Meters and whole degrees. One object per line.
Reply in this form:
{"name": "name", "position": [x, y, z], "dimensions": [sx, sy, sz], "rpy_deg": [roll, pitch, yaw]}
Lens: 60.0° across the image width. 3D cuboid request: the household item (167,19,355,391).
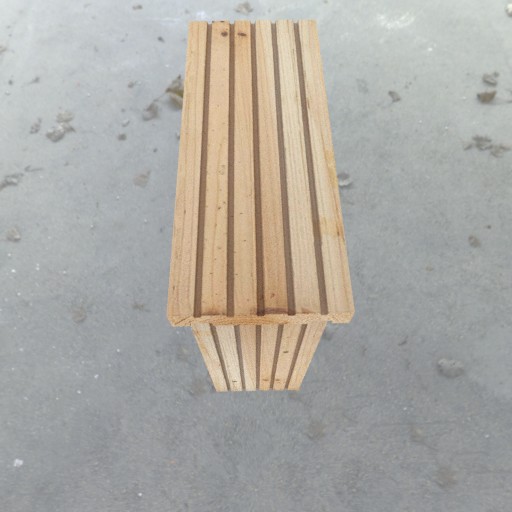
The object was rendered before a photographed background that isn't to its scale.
{"name": "household item", "position": [0.000, 0.000, 0.538], "dimensions": [0.123, 0.407, 0.301], "rpy_deg": [-1, 62, -1]}
